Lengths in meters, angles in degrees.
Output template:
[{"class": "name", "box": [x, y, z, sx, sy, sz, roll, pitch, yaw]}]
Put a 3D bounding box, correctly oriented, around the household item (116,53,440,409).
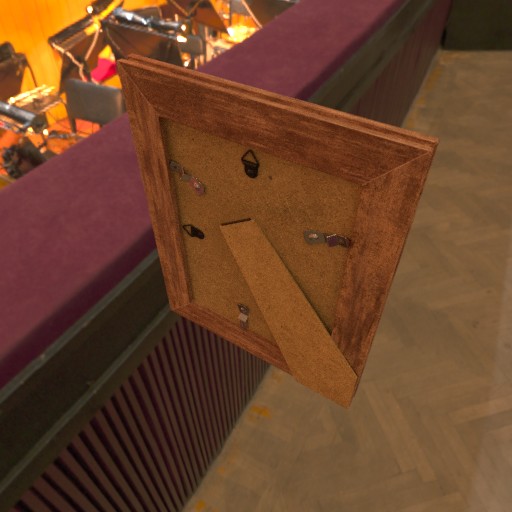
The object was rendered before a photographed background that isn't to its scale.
[{"class": "household item", "box": [0.000, 0.000, 0.313, 0.186, 0.237, 0.018, 24, 50, 22]}]
